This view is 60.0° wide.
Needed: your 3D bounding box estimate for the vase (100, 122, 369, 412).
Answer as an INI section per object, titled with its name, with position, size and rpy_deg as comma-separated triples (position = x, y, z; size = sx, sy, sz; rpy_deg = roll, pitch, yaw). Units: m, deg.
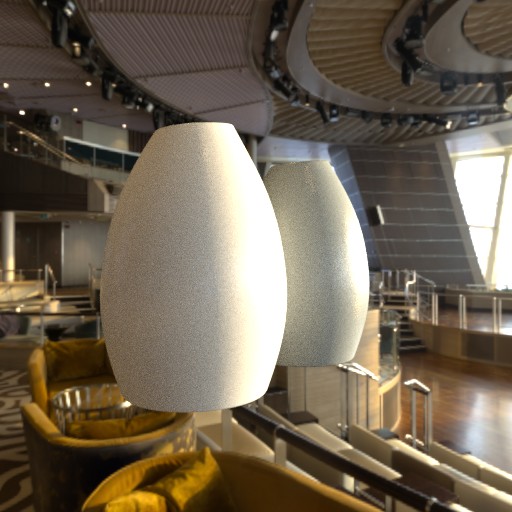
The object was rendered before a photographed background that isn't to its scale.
[vase]
position = 0.000, 0.000, 0.258
size = 0.089, 0.131, 0.187
rpy_deg = 0, 0, 37
